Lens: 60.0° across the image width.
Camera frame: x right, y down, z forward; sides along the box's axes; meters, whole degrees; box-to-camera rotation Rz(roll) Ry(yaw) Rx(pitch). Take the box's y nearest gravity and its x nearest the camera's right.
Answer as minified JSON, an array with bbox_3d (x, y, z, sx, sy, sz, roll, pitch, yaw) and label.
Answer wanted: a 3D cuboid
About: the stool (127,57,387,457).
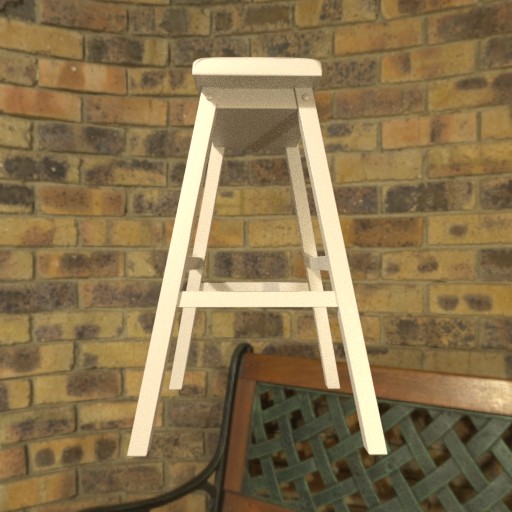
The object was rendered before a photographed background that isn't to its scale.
[{"bbox_3d":[0.000,0.000,1.043,0.476,0.737,0.457,0,-1,-1],"label":"stool"}]
